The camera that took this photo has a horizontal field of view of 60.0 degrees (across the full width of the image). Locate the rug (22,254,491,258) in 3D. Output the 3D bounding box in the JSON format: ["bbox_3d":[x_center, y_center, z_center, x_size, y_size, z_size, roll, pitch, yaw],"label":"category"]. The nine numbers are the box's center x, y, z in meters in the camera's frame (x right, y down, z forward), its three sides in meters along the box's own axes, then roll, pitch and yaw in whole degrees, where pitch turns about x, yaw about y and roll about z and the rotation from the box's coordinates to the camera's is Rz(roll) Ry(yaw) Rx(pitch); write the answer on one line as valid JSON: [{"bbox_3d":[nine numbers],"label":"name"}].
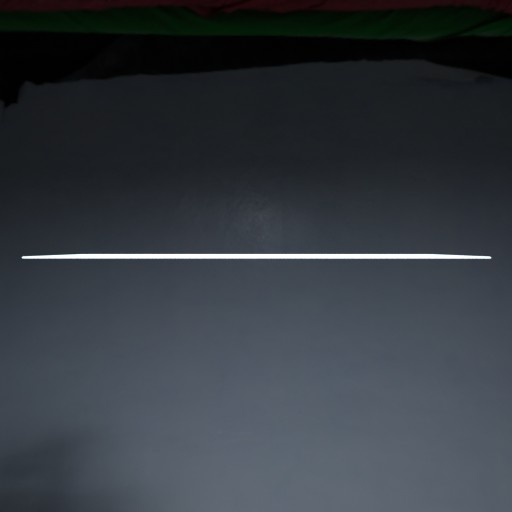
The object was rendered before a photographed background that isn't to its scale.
[{"bbox_3d":[0.000,0.000,2.665,2.430,0.012,0.759,0,1,0],"label":"rug"}]
